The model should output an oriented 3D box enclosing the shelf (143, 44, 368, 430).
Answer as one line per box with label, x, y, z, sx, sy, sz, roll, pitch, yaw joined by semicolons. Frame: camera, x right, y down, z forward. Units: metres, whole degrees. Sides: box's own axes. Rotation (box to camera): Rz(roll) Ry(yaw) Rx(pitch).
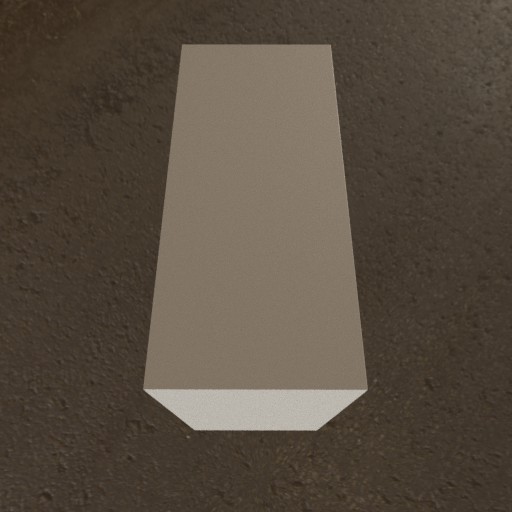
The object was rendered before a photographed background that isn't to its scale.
shelf;0.000;0.000;1.309;0.396;0.732;0.895;0;63;0
